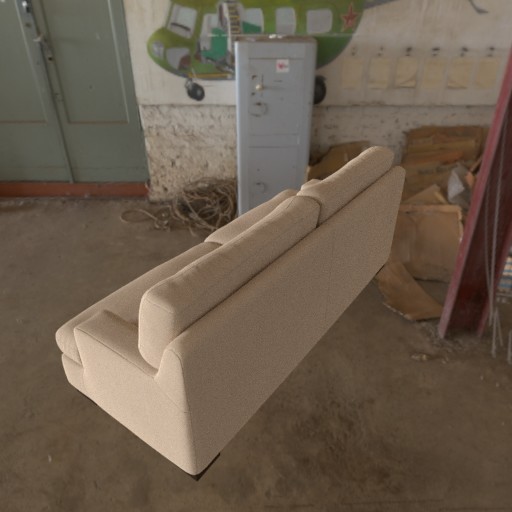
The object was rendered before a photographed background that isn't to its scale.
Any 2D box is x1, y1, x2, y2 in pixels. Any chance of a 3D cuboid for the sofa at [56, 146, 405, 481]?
[{"bbox_3d":[0.000,0.000,2.587,0.929,0.925,2.147,21,38,30],"label":"sofa"}]
